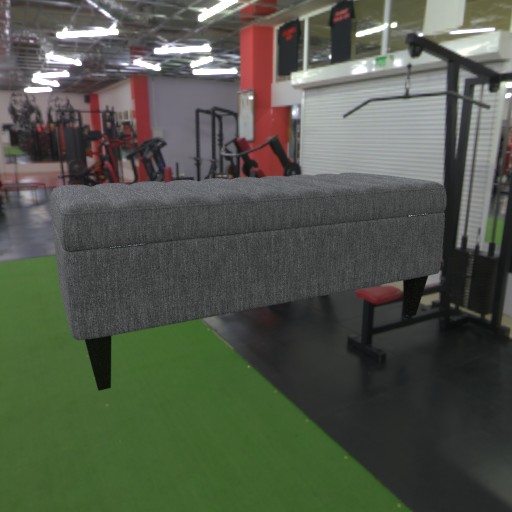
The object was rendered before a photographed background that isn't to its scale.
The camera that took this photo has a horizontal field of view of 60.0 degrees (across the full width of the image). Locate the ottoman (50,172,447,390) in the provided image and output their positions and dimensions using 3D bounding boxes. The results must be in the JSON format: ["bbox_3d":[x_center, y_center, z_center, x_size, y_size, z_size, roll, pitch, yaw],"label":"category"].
[{"bbox_3d":[0.000,0.000,1.417,1.151,0.469,0.482,-7,17,-26],"label":"ottoman"}]
